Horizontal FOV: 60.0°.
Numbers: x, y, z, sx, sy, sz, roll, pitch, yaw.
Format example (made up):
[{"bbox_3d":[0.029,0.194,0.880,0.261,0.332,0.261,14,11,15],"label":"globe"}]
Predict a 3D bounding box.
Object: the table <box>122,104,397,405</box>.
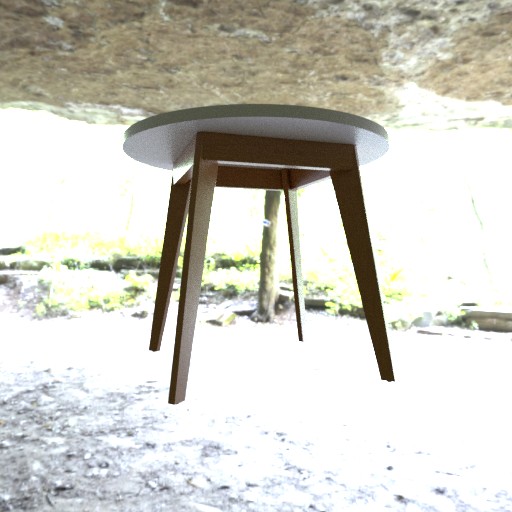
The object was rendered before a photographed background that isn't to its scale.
[{"bbox_3d":[0.000,0.000,1.551,0.896,0.762,0.896,0,0,0],"label":"table"}]
